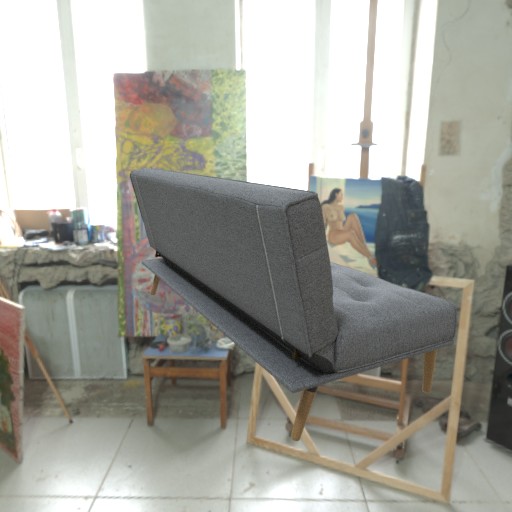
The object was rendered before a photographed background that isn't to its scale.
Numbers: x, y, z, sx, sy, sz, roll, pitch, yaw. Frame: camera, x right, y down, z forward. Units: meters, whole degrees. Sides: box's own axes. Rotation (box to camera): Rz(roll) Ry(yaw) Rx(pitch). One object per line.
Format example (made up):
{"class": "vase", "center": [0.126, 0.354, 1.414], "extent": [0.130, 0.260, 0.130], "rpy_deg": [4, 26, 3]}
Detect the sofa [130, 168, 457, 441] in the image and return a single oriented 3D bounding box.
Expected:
{"class": "sofa", "center": [0.000, 0.000, 2.263], "extent": [0.810, 0.830, 1.820], "rpy_deg": [-7, 16, -28]}
